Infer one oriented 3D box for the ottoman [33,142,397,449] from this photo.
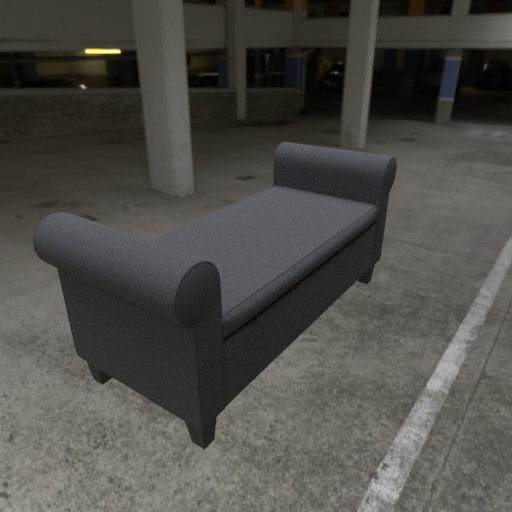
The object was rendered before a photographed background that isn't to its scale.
[{"bbox_3d":[0.000,0.000,1.547,0.521,0.547,1.256,17,31,31],"label":"ottoman"}]
